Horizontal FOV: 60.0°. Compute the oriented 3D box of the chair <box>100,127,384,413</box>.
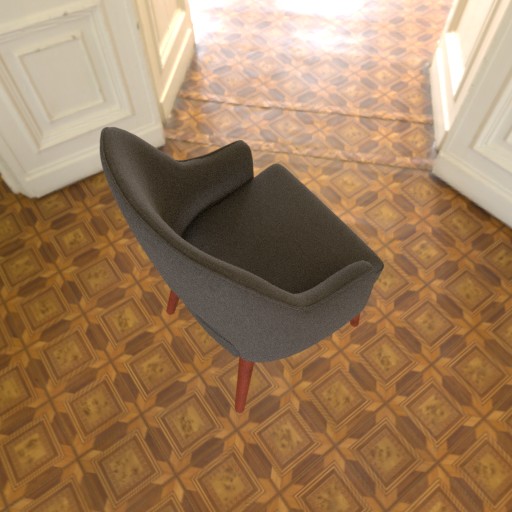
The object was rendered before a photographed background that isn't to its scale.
[{"bbox_3d":[0.000,0.000,1.183,0.560,0.838,0.559,-32,63,-19],"label":"chair"}]
